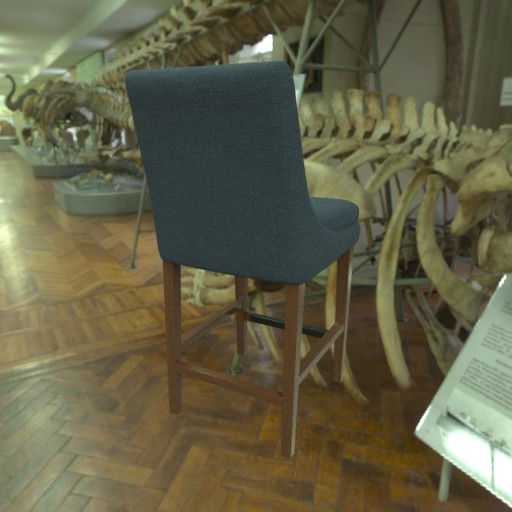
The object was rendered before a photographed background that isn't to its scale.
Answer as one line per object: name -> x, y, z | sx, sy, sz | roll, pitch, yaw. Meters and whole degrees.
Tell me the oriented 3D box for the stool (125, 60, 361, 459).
stool -> 0.000, 0.000, 1.296 | 0.470, 0.981, 0.577 | 9, 19, 27
